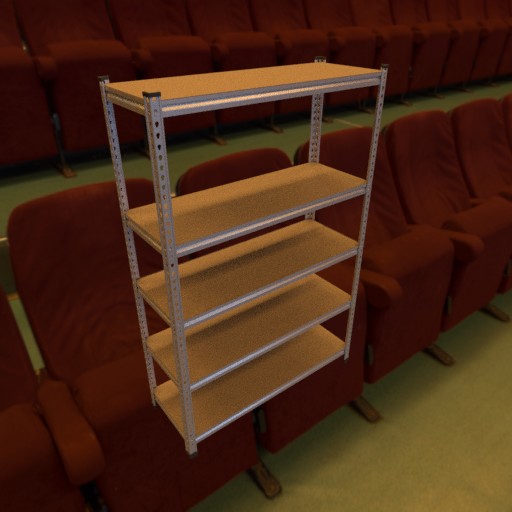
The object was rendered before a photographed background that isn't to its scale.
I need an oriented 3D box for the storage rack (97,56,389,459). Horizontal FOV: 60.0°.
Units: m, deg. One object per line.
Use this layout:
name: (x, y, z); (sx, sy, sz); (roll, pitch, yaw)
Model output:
storage rack: (0.000, 0.000, 2.348); (1.219, 1.829, 0.457); (-21, 36, -32)
